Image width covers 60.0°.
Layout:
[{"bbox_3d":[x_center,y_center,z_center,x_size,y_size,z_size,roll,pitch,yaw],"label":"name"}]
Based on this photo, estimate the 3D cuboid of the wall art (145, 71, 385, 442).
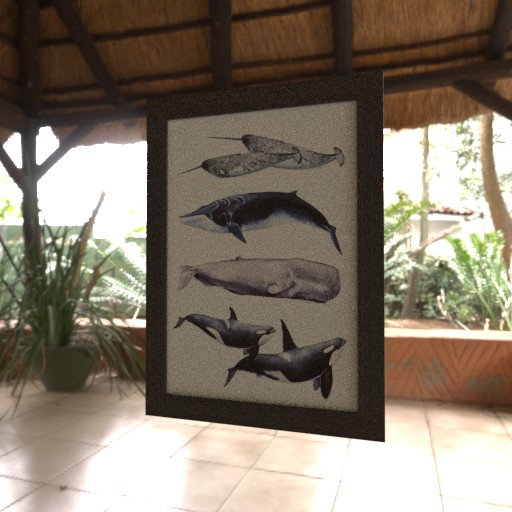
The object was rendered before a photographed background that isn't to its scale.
[{"bbox_3d":[0.000,0.000,1.457,0.810,1.116,0.016,0,-1,17],"label":"wall art"}]
